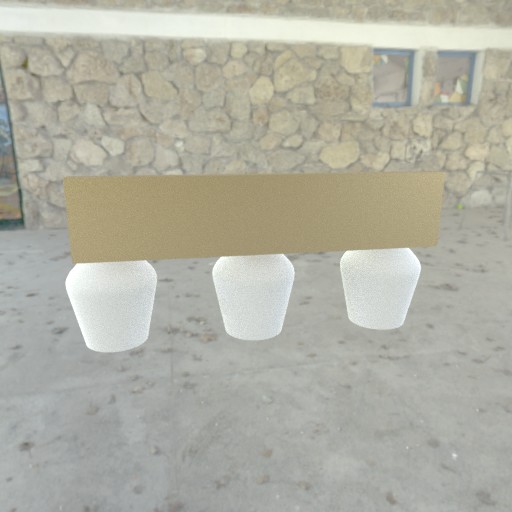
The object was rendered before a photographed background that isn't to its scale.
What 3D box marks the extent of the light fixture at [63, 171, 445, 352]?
[{"bbox_3d":[0.000,0.000,0.734,0.609,0.280,0.190,-3,15,-10],"label":"light fixture"}]
